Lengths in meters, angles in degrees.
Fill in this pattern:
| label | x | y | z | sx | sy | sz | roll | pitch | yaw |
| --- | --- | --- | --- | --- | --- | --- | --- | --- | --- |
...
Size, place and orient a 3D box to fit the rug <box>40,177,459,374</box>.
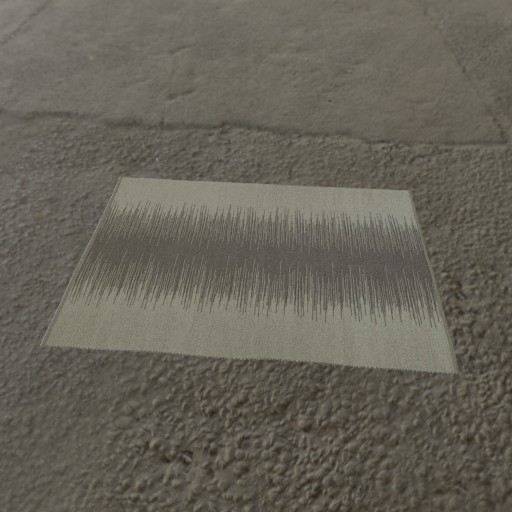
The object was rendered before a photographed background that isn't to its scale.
| label | x | y | z | sx | sy | sz | roll | pitch | yaw |
| --- | --- | --- | --- | --- | --- | --- | --- | --- | --- |
| rug | 0.000 | 0.000 | 2.319 | 1.815 | 0.007 | 1.226 | 3 | 47 | 3 |
